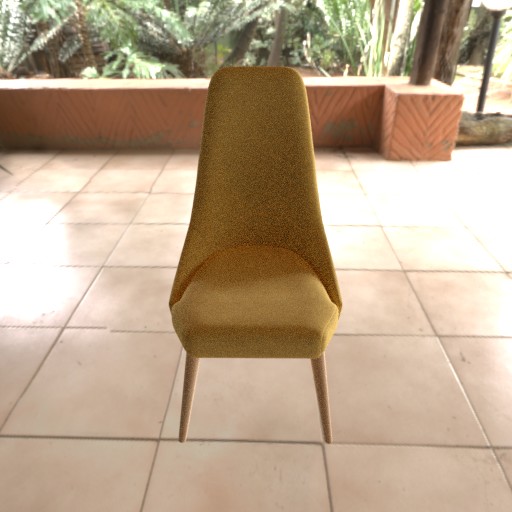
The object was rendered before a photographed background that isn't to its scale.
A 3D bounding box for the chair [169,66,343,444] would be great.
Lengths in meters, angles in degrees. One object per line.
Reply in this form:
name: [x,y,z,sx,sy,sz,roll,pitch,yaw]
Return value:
chair: [0.000,0.000,1.403,0.510,1.040,0.660,0,30,0]
